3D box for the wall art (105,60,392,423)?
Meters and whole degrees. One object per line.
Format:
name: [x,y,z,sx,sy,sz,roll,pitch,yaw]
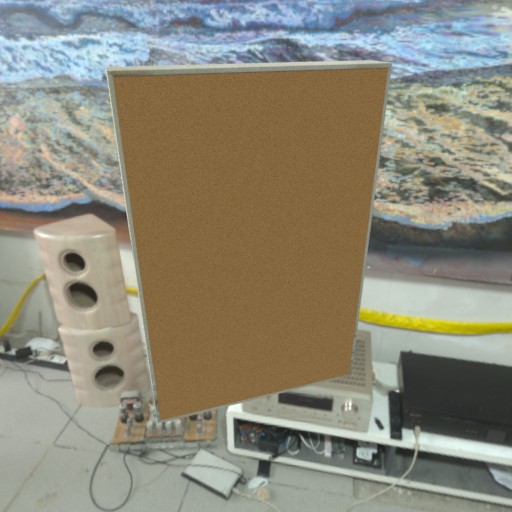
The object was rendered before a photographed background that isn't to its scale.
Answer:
wall art: [0.000,0.000,0.480,0.254,0.381,0.038,-9,29,-16]
